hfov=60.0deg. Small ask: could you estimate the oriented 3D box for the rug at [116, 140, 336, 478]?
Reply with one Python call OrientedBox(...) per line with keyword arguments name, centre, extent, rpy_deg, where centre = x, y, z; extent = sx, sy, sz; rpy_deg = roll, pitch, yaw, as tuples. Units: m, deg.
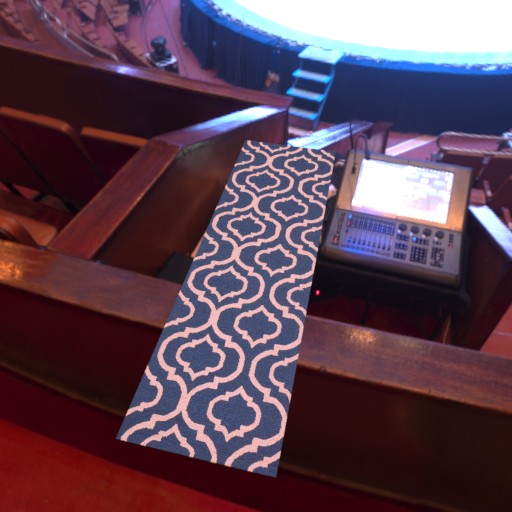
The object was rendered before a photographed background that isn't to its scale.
OrientedBox(name="rug", centre=(0.000, 0.000, 2.568), extent=(0.685, 0.006, 2.296), rpy_deg=(10, 48, 9))
